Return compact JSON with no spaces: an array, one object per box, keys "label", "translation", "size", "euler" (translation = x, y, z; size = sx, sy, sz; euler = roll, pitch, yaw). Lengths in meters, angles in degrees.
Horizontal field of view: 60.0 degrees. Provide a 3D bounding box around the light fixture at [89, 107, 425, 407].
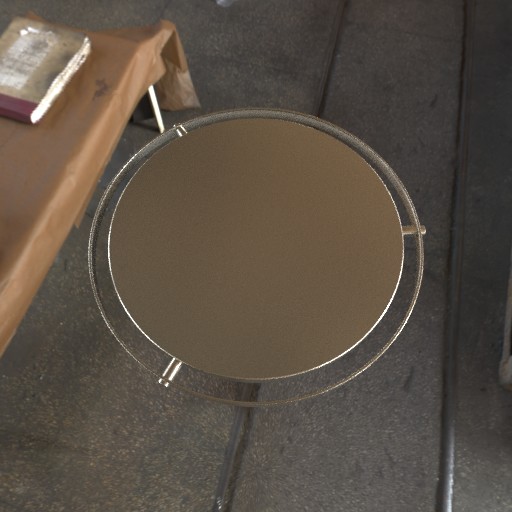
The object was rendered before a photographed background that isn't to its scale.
[{"label":"light fixture","translation":[0.000,0.000,0.537],"size":[0.361,0.130,0.361],"euler":[0,64,0]}]
